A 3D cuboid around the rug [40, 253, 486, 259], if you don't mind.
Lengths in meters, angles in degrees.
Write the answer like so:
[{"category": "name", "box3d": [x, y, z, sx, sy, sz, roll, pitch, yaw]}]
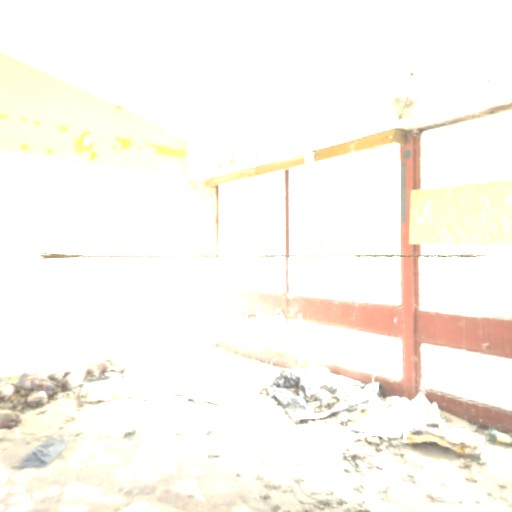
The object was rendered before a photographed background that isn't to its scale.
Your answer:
[{"category": "rug", "box3d": [0.000, 0.000, 2.458, 2.021, 0.027, 1.224, 0, 0, -17]}]
